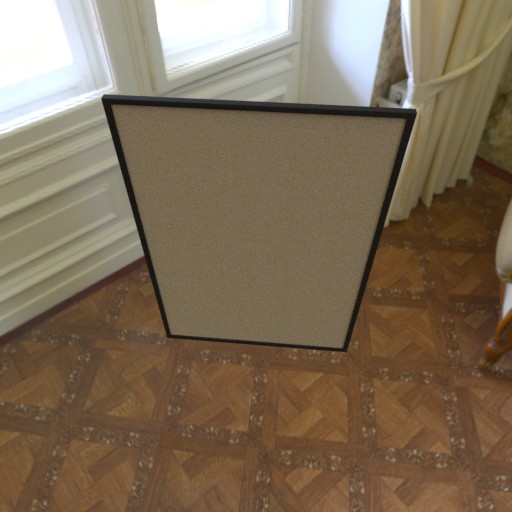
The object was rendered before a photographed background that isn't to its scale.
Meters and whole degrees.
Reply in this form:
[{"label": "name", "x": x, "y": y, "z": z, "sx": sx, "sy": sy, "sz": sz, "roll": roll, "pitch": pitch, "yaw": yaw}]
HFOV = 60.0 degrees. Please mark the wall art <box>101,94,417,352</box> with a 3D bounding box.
[{"label": "wall art", "x": 0.000, "y": 0.000, "z": 0.890, "sx": 0.460, "sy": 0.660, "sz": 0.013, "roll": 4, "pitch": 48, "yaw": 4}]
